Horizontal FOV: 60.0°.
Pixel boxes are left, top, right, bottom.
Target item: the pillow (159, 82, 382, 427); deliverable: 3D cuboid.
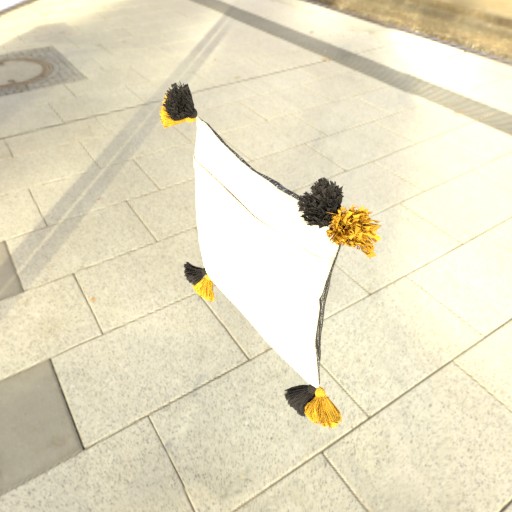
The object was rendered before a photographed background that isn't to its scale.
[{"bbox_3d":[0.000,0.000,1.001,0.139,0.659,0.654,-25,48,-25],"label":"pillow"}]
